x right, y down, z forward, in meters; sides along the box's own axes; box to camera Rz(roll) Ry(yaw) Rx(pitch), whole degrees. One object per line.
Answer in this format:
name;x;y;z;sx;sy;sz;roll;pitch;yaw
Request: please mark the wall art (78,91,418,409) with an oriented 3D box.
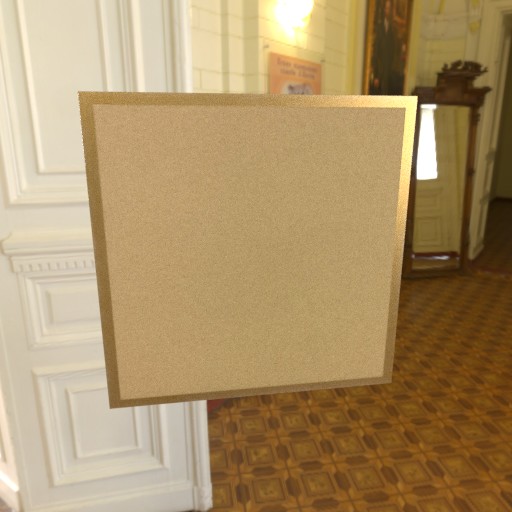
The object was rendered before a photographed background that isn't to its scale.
wall art;0.000;0.000;0.742;0.510;0.509;0.033;-2;16;-9
